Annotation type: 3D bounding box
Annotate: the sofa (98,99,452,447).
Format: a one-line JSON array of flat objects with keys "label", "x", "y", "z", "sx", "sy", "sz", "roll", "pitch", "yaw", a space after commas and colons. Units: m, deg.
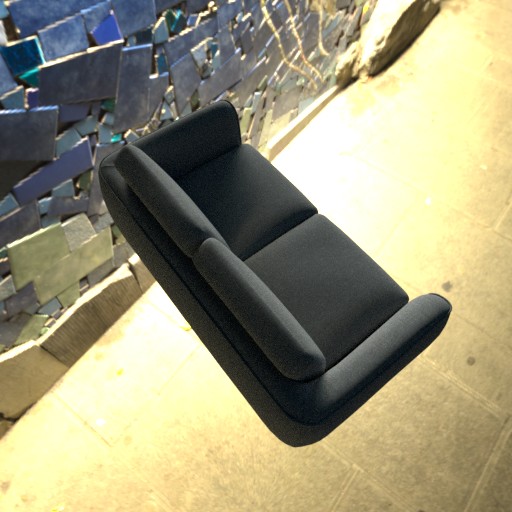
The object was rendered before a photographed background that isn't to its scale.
[{"label": "sofa", "x": 0.000, "y": 0.000, "z": 2.232, "sx": 0.920, "sy": 0.870, "sz": 1.700, "roll": -34, "pitch": 65, "yaw": -18}]
